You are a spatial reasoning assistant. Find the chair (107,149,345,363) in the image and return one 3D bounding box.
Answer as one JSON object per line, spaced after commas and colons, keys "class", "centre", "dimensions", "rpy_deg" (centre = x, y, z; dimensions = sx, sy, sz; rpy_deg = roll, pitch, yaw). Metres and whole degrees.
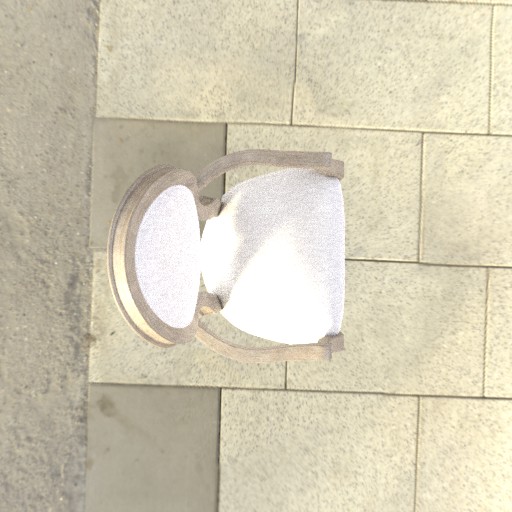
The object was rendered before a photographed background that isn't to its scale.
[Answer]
{"class": "chair", "centre": [0.000, 0.000, 1.378], "dimensions": [0.602, 0.991, 0.611], "rpy_deg": [0, 90, 0]}
